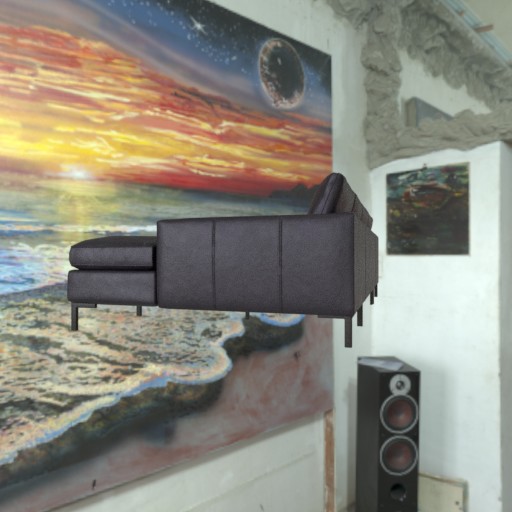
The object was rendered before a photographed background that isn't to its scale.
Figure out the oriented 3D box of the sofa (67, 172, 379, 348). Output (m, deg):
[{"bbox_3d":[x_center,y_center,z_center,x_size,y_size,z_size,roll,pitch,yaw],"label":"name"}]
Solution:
[{"bbox_3d":[0.000,0.000,3.814,1.939,0.900,2.956,0,0,18],"label":"sofa"}]
